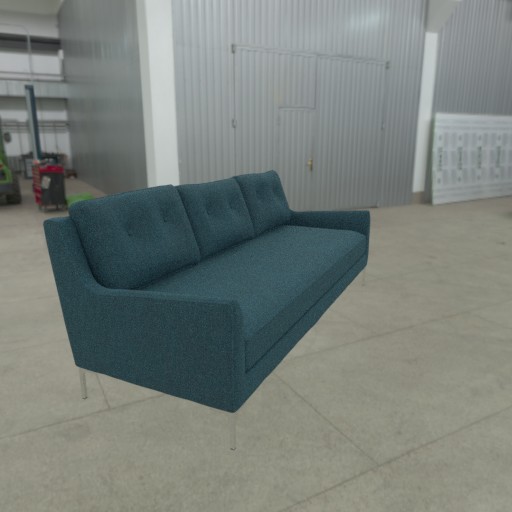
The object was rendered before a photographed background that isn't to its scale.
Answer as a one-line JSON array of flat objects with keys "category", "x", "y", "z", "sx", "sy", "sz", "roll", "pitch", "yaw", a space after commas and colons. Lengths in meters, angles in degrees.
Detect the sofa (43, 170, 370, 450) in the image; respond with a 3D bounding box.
[{"category": "sofa", "x": 0.000, "y": 0.000, "z": 2.492, "sx": 0.849, "sy": 0.837, "sz": 2.060, "roll": 7, "pitch": 17, "yaw": 25}]
